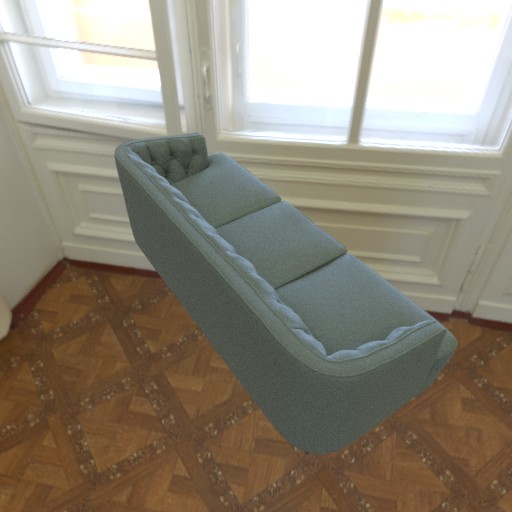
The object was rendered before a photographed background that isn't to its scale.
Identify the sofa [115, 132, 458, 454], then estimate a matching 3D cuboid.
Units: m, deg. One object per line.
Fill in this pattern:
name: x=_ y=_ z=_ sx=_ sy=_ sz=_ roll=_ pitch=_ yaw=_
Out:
sofa: x=0.000 y=0.000 z=2.703 sx=0.941 sy=0.855 sz=2.278 roll=-25 pitch=48 yaw=-25
